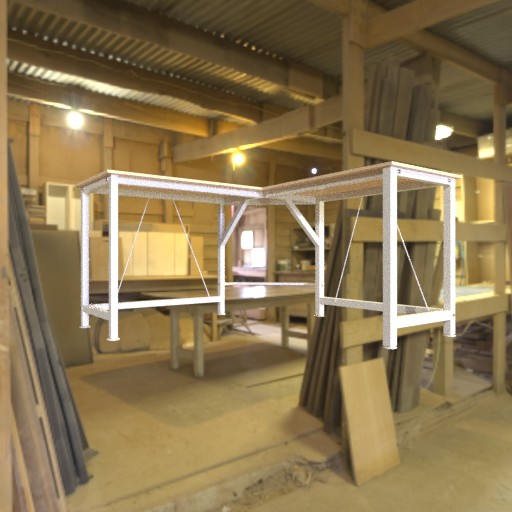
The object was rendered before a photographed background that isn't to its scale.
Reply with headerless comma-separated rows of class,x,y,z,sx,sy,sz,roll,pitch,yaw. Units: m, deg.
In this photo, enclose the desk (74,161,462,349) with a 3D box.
desk,0.000,0.000,2.248,1.400,0.762,1.400,0,0,-37
